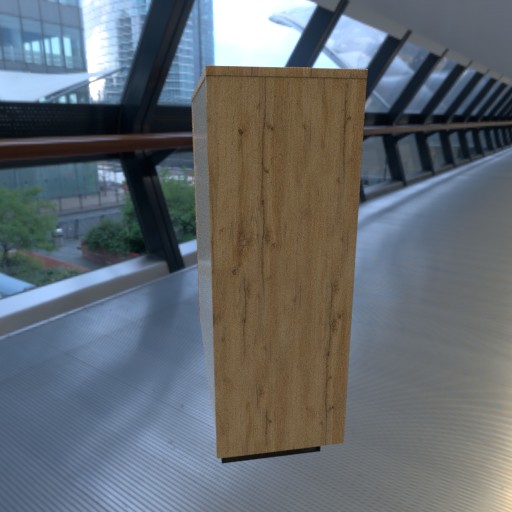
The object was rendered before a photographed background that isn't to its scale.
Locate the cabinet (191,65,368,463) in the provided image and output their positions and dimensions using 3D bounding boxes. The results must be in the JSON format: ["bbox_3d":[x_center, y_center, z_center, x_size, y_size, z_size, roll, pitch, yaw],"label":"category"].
[{"bbox_3d":[0.000,0.000,1.954,0.473,1.397,1.168,-3,16,-9],"label":"cabinet"}]
